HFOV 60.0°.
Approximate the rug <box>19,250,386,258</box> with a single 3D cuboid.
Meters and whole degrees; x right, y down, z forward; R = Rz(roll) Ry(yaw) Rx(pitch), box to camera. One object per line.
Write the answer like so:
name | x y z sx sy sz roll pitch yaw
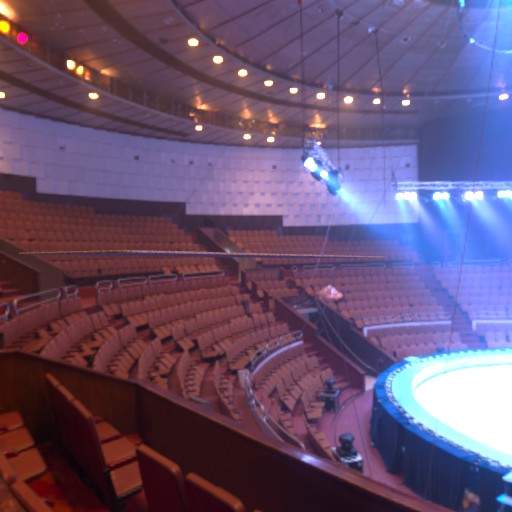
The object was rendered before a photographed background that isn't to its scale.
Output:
rug | 0.000 0.000 2.481 0.676 0.008 2.277 -1 -1 36
